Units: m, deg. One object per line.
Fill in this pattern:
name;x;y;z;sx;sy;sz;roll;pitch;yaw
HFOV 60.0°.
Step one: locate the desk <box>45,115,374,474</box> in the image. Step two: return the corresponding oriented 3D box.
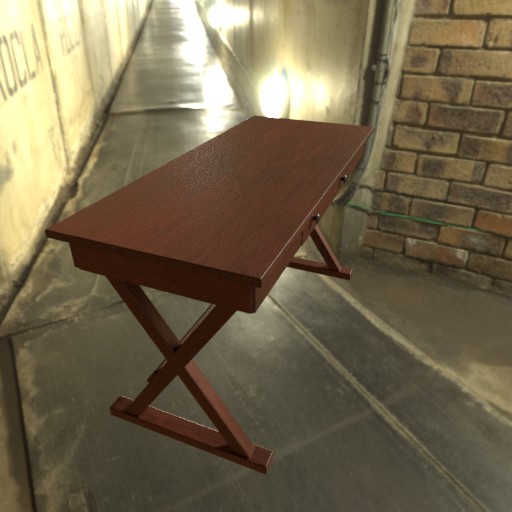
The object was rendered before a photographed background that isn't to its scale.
desk;0.000;0.000;1.771;0.600;0.761;1.372;12;32;19
